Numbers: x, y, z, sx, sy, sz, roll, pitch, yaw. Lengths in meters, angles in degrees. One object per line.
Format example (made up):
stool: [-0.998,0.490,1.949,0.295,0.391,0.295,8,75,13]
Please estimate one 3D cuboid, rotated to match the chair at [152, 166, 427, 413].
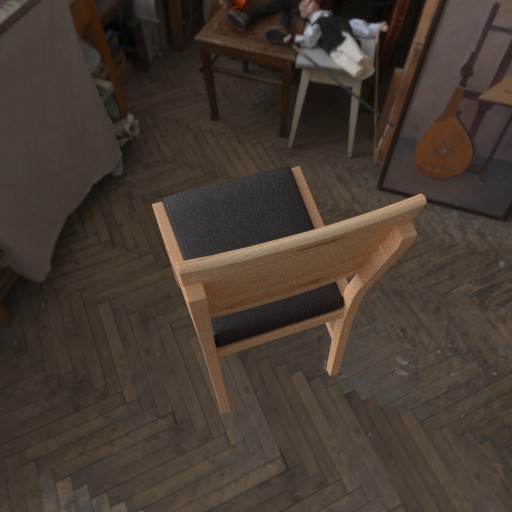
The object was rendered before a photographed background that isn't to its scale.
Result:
chair: [0.000,0.000,1.234,0.475,0.950,0.560,-16,60,-10]
